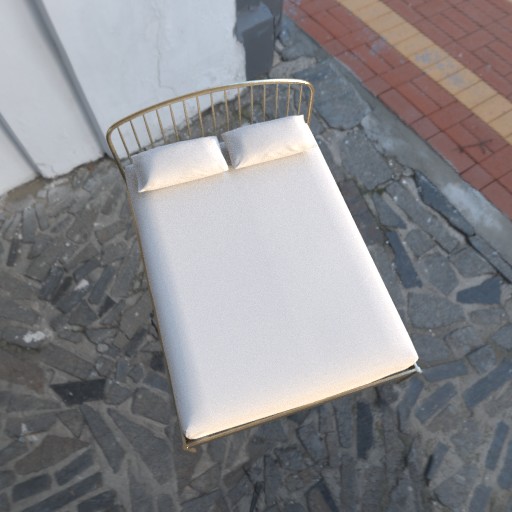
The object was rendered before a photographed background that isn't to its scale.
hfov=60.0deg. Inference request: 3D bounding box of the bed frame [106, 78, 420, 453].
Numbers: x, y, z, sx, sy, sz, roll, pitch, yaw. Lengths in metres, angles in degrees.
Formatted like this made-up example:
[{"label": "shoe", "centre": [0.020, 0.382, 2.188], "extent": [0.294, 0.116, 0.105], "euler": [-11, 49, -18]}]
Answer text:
[{"label": "bed frame", "centre": [0.000, 0.000, 3.161], "extent": [1.612, 1.175, 2.152], "euler": [-16, 65, -8]}]
